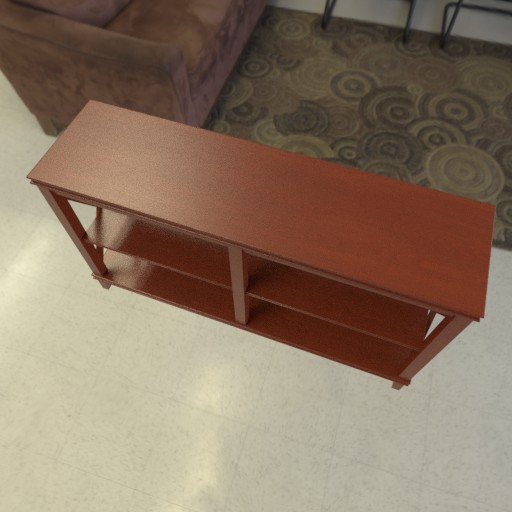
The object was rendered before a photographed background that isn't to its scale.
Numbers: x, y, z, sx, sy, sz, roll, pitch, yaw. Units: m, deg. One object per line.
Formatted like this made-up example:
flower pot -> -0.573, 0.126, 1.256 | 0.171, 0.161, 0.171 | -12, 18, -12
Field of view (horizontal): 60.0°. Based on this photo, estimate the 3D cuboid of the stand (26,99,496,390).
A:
stand -> 0.000, 0.000, 1.662 | 1.372, 0.762, 0.381 | 17, 60, 10
